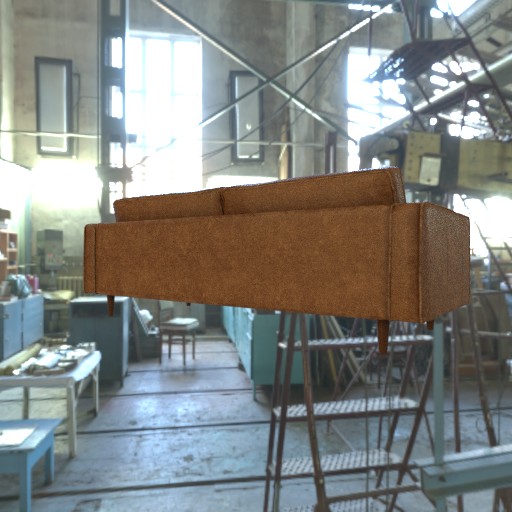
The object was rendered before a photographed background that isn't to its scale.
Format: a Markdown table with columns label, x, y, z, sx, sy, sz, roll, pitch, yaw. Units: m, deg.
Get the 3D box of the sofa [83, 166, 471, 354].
| label | x | y | z | sx | sy | sz | roll | pitch | yaw |
| --- | --- | --- | --- | --- | --- | --- | --- | --- | --- |
| sofa | 0.000 | 0.000 | 2.606 | 2.199 | 0.779 | 0.886 | 0 | 0 | 36 |
